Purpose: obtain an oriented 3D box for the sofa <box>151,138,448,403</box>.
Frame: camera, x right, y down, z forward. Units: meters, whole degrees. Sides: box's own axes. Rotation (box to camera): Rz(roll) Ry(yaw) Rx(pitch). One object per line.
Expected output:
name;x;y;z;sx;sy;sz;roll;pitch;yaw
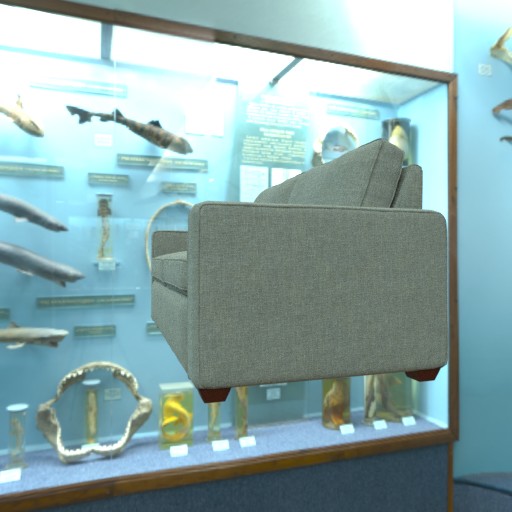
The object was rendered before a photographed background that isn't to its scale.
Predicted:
sofa;0.000;0.000;2.256;0.945;0.915;1.706;0;0;-18
